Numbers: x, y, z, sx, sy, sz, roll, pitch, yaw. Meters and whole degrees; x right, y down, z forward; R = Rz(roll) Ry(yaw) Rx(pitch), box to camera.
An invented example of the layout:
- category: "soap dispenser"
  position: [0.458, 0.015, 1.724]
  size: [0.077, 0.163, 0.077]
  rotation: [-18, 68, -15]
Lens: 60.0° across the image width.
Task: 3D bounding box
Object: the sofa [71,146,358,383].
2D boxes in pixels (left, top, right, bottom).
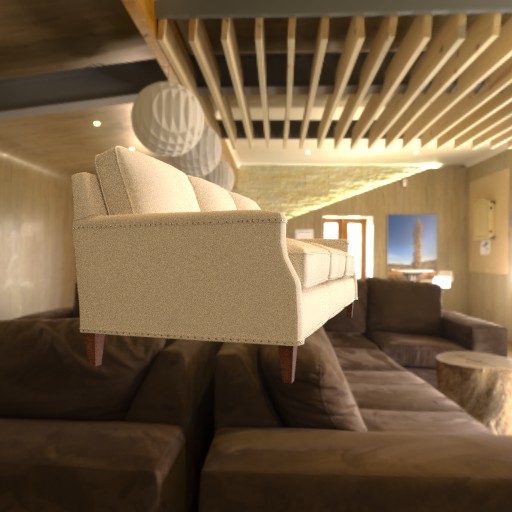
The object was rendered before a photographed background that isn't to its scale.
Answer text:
- category: "sofa"
  position: [0.000, 0.000, 2.850]
  size: [1.084, 1.003, 2.246]
  rotation: [0, -1, 18]
